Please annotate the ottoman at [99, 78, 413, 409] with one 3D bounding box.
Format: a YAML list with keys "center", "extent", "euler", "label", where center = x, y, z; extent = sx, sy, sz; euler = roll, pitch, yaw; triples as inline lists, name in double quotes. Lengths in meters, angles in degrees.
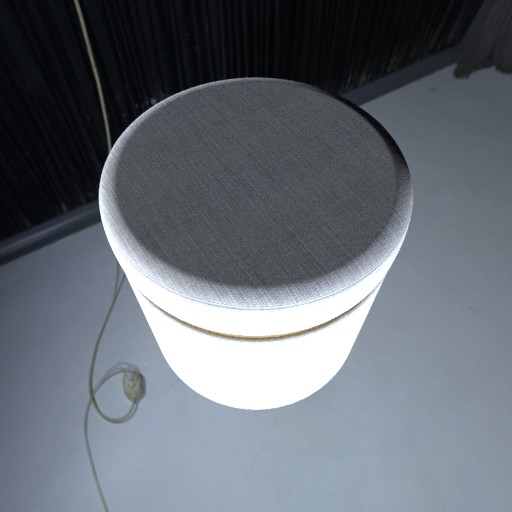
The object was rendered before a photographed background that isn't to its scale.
- center: [0.000, 0.000, 0.726]
  extent: [0.400, 0.406, 0.400]
  euler: [0, 56, 0]
  label: "ottoman"
